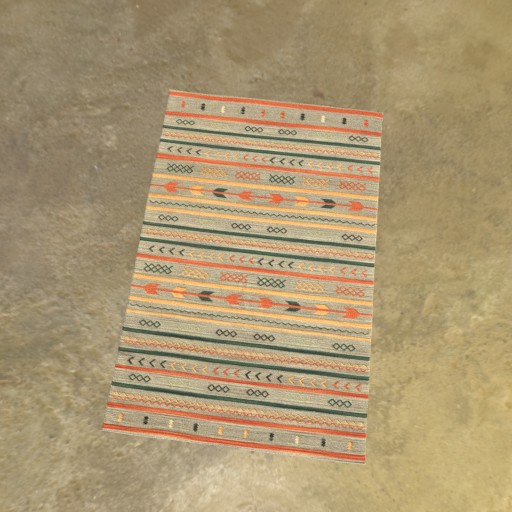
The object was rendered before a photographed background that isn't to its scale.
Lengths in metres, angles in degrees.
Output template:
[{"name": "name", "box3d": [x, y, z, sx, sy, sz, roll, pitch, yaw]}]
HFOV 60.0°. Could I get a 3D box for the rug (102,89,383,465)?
[{"name": "rug", "box3d": [0.000, 0.000, 2.268, 1.220, 0.017, 1.835, 7, 75, 2]}]
